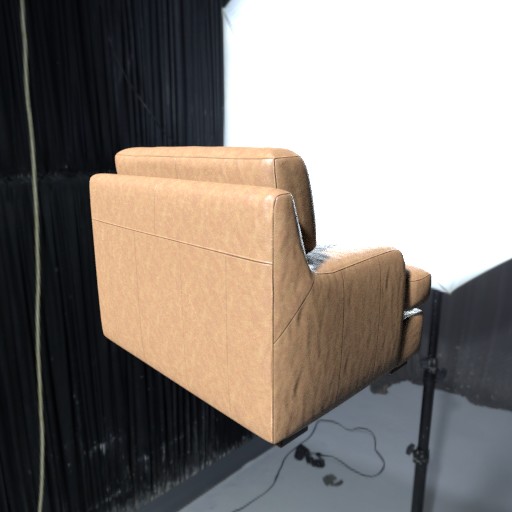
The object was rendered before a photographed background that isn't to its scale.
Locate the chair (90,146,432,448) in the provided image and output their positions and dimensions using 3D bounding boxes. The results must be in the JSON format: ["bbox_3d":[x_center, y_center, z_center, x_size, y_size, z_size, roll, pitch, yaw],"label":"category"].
[{"bbox_3d":[0.000,0.000,2.042,1.050,0.978,1.276,-13,19,-42],"label":"chair"}]
